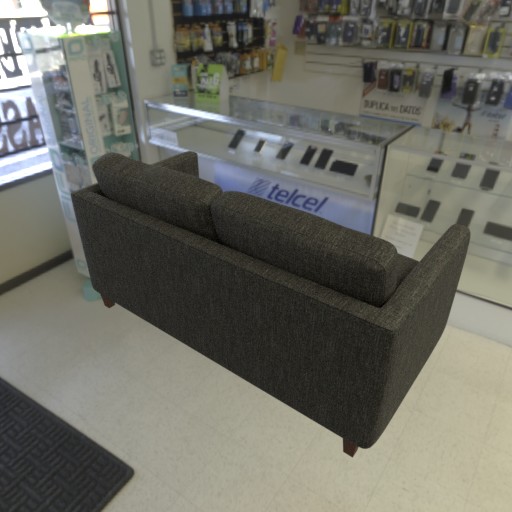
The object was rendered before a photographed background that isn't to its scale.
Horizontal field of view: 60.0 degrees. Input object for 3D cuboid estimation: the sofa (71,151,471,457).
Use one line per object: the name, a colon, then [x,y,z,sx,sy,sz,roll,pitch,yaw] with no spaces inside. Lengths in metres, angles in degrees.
sofa: [0.000,0.000,2.378,1.884,0.963,0.950,22,38,31]
